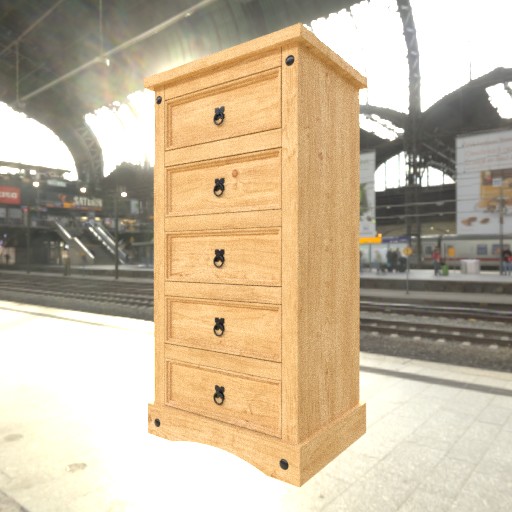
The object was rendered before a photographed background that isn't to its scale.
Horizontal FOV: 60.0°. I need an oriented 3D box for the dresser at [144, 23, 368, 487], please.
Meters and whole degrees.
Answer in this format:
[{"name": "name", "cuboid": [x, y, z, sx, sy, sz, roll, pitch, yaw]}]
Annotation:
[{"name": "dresser", "cuboid": [0.000, 0.000, 1.302, 0.531, 1.041, 0.390, 0, 0, 36]}]
